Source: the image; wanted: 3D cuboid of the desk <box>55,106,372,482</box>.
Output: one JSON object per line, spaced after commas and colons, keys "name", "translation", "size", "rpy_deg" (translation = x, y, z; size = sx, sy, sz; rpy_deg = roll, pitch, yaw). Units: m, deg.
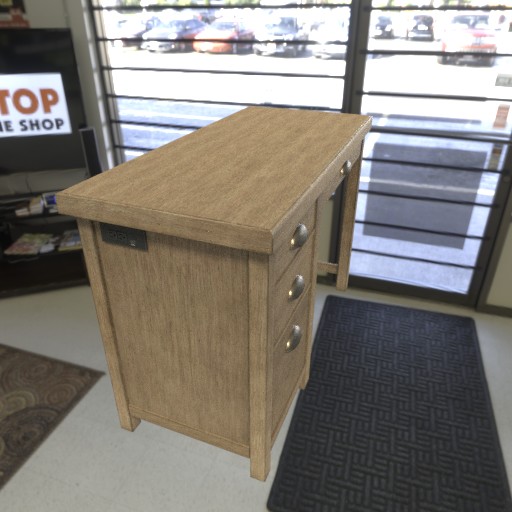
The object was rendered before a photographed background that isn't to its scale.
{"name": "desk", "translation": [0.000, 0.000, 1.794], "size": [0.610, 0.912, 1.289], "rpy_deg": [11, 31, 19]}
